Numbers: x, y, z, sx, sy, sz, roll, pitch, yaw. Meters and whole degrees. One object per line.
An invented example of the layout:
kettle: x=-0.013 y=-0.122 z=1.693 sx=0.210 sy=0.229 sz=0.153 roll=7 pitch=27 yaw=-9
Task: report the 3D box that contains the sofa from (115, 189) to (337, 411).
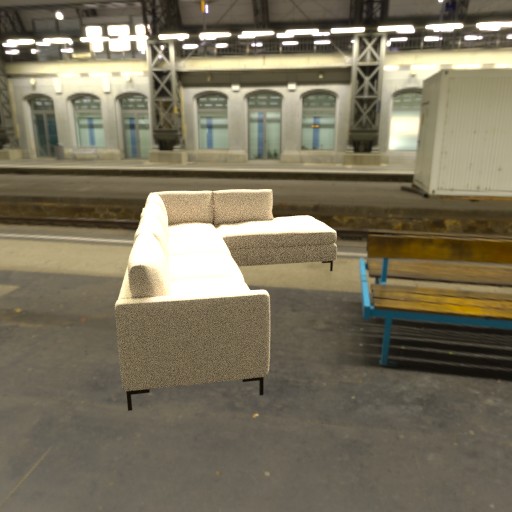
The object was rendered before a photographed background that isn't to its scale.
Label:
sofa: x=0.000 y=0.000 z=3.798 sx=2.007 sy=0.815 sz=2.949 roll=-3 pitch=16 yaw=-11
